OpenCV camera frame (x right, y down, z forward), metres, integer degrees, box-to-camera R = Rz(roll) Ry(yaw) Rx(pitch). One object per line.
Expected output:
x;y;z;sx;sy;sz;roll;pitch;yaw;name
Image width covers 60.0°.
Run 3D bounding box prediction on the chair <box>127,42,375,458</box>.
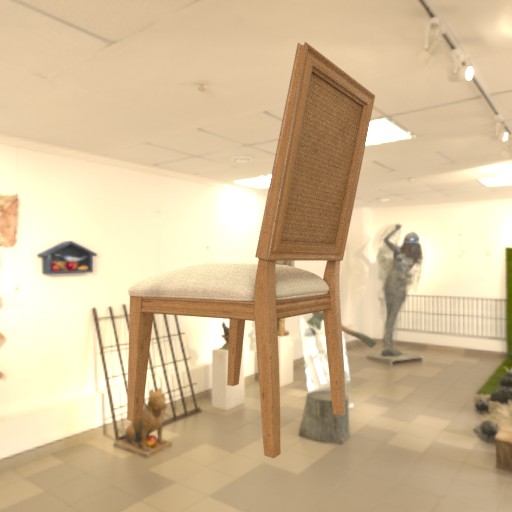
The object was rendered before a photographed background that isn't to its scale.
0.000;0.000;1.362;0.601;0.988;0.536;0;-1;37;chair
